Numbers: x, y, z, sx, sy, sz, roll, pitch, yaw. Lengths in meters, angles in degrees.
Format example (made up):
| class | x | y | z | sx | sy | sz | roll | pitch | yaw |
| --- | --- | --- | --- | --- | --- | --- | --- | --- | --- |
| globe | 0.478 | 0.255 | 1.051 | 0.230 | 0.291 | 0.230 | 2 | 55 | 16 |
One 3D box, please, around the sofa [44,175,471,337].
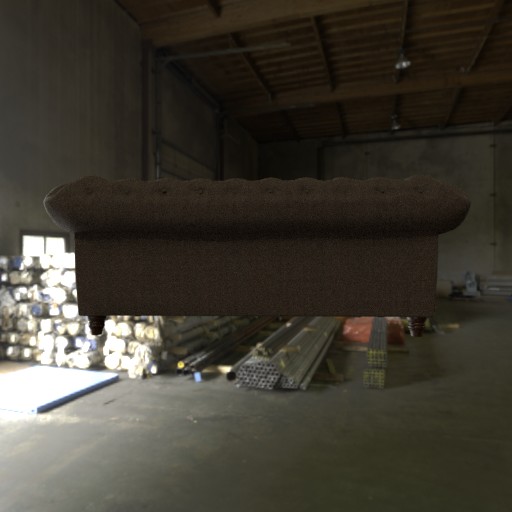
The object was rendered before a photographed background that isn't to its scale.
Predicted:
| class | x | y | z | sx | sy | sz | roll | pitch | yaw |
| --- | --- | --- | --- | --- | --- | --- | --- | --- | --- |
| sofa | 0.000 | 0.000 | 2.472 | 2.048 | 0.780 | 0.944 | 0 | 0 | 2 |
